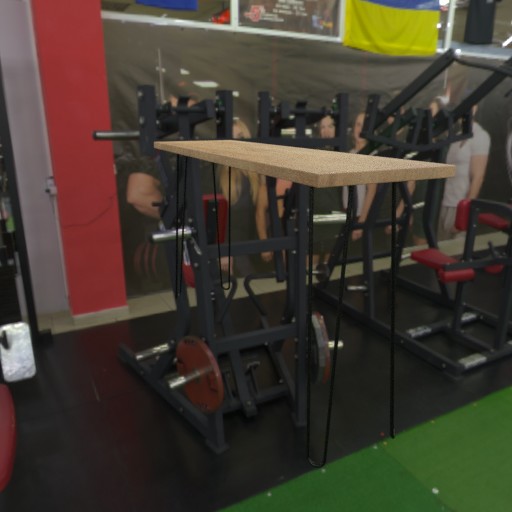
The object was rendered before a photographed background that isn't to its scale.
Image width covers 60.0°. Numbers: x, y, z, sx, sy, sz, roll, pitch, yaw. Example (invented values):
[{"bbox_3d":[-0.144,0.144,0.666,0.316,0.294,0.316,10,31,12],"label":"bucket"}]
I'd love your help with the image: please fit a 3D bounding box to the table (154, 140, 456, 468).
[{"bbox_3d":[0.000,0.000,1.710,0.399,0.799,1.400,-8,19,-25],"label":"table"}]
